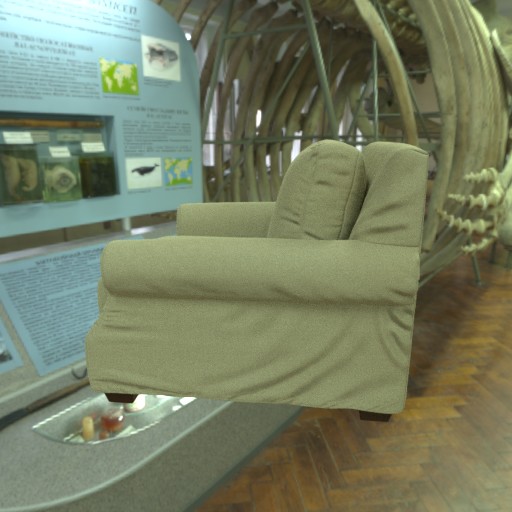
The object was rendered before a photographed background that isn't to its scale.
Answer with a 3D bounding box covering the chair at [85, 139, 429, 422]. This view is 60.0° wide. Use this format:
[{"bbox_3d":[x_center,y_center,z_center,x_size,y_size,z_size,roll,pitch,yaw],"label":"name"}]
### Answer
[{"bbox_3d":[0.000,0.000,1.702,1.066,0.866,0.940,2,15,7],"label":"chair"}]
